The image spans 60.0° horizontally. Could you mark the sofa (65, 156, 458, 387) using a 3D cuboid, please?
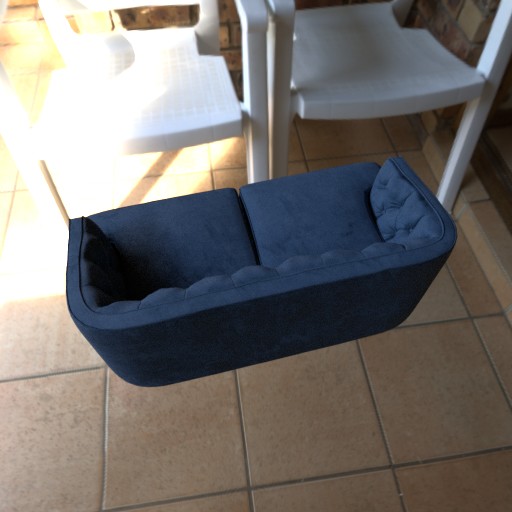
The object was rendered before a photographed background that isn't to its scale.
[{"bbox_3d":[0.000,0.000,2.305,1.733,0.854,0.941,-12,58,-8],"label":"sofa"}]
